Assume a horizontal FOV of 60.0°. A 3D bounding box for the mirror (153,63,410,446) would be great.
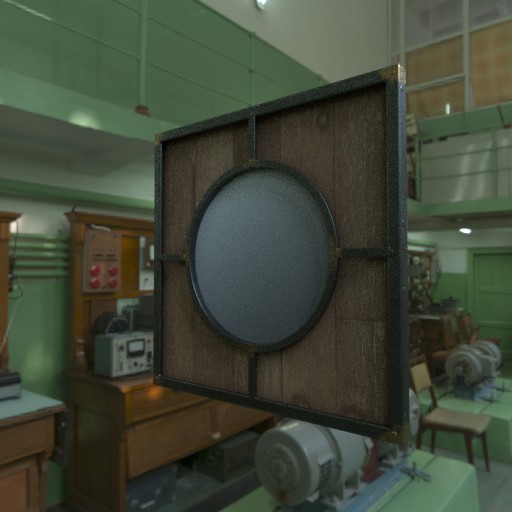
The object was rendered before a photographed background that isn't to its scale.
[{"bbox_3d":[0.000,0.000,0.565,0.382,0.381,0.020,-1,-2,38],"label":"mirror"}]
